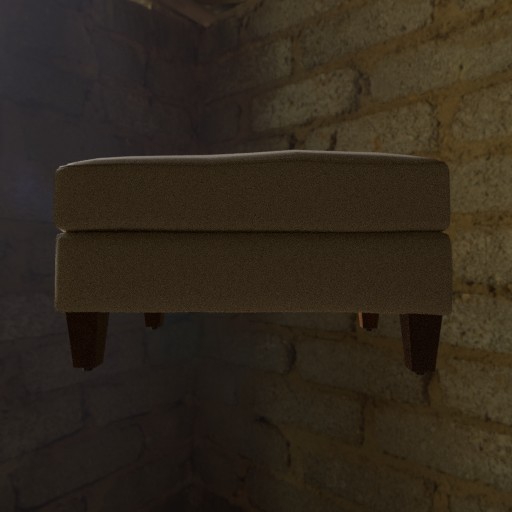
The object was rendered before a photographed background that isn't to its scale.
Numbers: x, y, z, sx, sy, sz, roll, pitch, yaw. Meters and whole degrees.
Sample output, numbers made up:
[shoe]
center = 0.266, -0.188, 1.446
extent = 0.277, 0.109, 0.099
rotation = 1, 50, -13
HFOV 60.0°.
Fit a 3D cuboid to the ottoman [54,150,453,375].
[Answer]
[ottoman]
center = 0.000, 0.000, 1.182
extent = 0.818, 0.485, 0.634
rotation = 0, 0, 3
